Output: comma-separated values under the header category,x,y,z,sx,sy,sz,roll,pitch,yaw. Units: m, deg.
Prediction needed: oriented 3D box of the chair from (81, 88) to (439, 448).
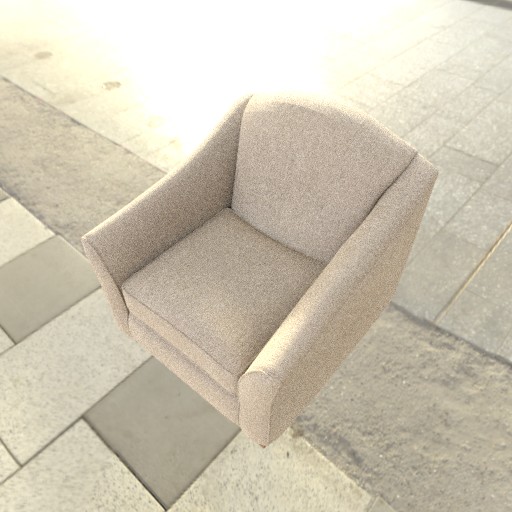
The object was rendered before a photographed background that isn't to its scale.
category,x,y,z,sx,sy,sz,roll,pitch,yaw
chair,0.000,0.000,1.458,0.763,0.839,0.787,31,53,26
